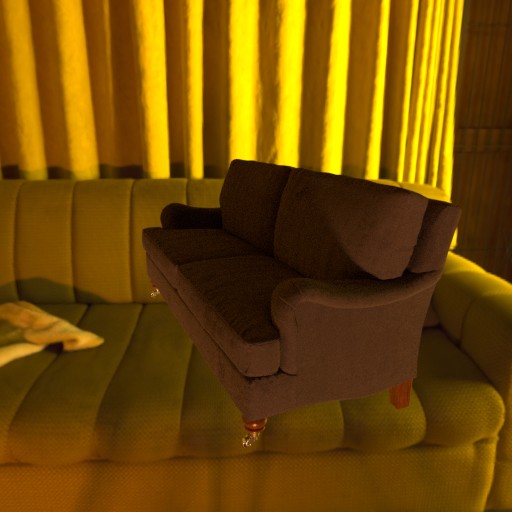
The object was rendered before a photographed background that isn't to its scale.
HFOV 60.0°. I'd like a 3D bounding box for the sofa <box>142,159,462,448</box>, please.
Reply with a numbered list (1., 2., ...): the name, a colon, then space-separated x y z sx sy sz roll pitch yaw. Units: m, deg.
1. sofa: 0.000 0.000 2.785 1.086 1.087 2.165 -7 18 -23
